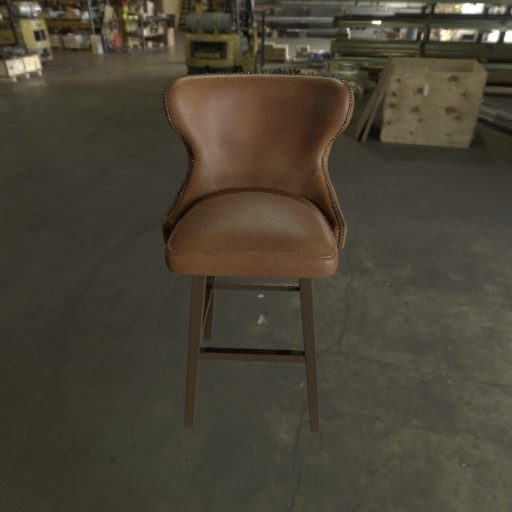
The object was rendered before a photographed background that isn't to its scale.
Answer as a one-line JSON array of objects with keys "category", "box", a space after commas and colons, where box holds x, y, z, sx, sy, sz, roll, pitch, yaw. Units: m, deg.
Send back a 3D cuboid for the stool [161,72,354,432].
[{"category": "stool", "box": [0.000, 0.000, 1.503, 0.591, 1.087, 0.606, 1, 31, 2]}]
